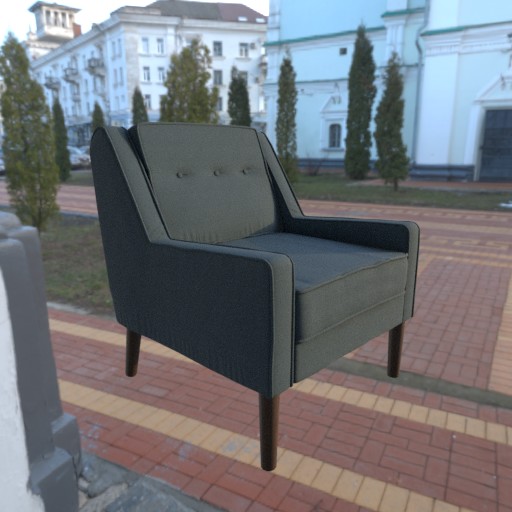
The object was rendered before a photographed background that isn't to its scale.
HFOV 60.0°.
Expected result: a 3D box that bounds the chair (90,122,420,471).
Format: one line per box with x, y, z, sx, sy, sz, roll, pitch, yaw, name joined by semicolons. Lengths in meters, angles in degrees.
0.000;0.000;1.326;0.733;0.780;0.663;13;19;43;chair
